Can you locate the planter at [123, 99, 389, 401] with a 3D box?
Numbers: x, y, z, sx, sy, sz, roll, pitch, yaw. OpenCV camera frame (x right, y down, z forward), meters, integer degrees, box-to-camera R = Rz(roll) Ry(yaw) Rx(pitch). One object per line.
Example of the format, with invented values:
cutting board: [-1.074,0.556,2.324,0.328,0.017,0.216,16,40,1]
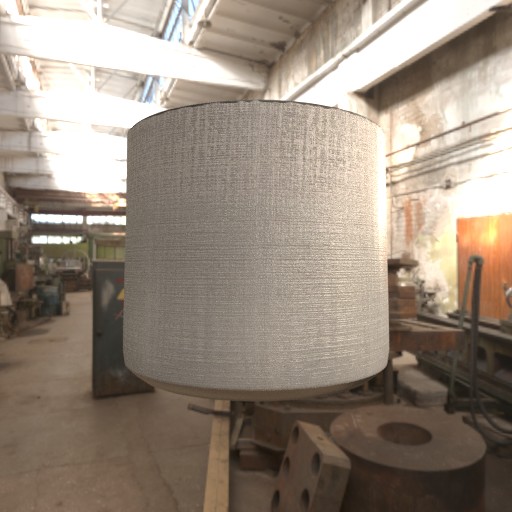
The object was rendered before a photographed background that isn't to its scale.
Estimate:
planter: [0.000,0.000,0.219,0.125,0.112,0.125,0,-1,0]
